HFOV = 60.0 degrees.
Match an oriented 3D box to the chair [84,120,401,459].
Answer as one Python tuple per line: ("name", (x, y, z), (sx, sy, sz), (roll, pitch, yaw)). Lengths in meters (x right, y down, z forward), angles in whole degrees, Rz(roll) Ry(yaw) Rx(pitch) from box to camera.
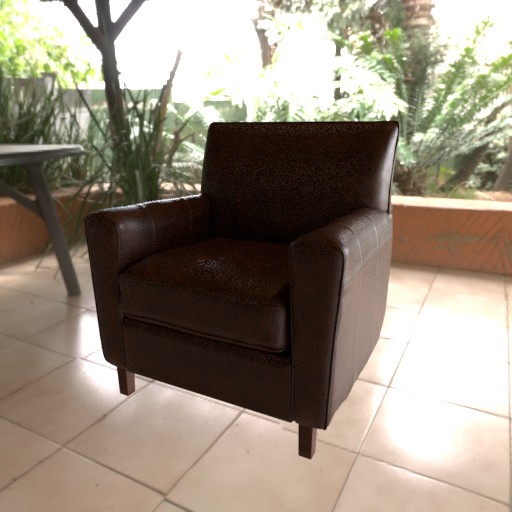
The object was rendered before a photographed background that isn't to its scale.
("chair", (0.000, 0.000, 1.602), (0.870, 0.943, 0.823), (8, 18, 26))
